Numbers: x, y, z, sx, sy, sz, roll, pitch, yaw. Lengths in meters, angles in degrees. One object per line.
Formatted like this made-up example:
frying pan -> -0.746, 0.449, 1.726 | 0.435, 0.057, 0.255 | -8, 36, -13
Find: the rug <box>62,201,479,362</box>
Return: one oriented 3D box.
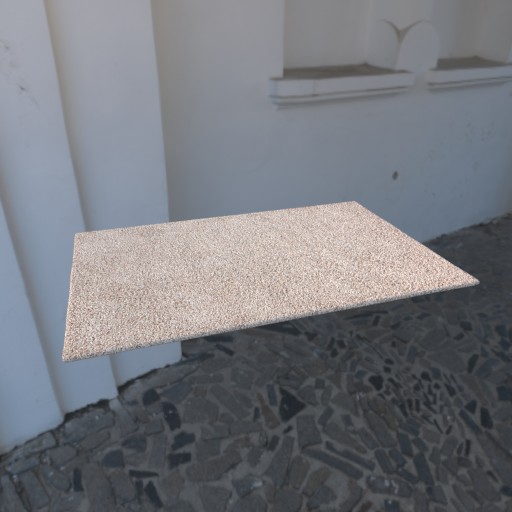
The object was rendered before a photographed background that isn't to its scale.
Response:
rug -> 0.000, 0.000, 3.491 | 2.743, 0.030, 1.778 | -8, 28, -16
